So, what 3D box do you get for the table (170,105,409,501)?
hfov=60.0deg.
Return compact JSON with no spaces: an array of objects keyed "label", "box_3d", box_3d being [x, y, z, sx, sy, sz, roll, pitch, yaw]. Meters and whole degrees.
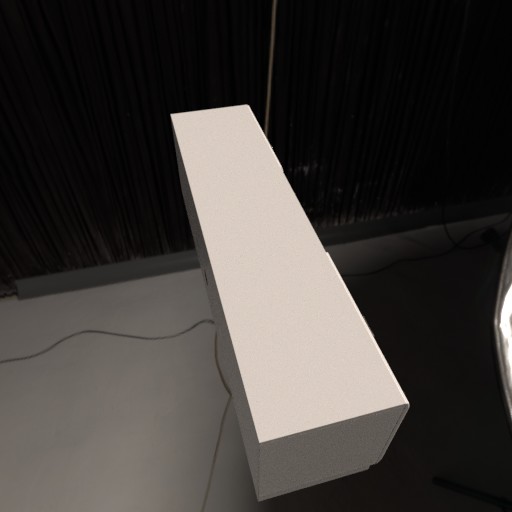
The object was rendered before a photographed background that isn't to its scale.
[{"label":"table","box_3d":[0.000,0.000,1.704,0.400,0.440,1.550,-11,46,-10]}]
